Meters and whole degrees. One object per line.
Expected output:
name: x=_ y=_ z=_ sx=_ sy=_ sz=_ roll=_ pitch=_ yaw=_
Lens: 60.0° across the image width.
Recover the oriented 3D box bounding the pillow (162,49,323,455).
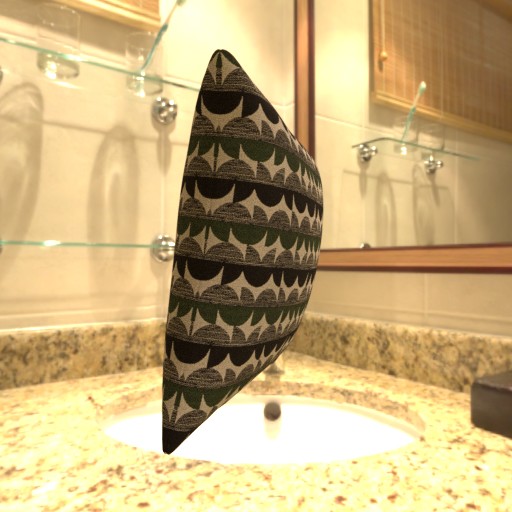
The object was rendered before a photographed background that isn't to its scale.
pillow: x=0.000 y=0.000 z=0.636 sx=0.180 sy=0.404 sz=0.419 roll=0 pitch=-1 yaw=17
